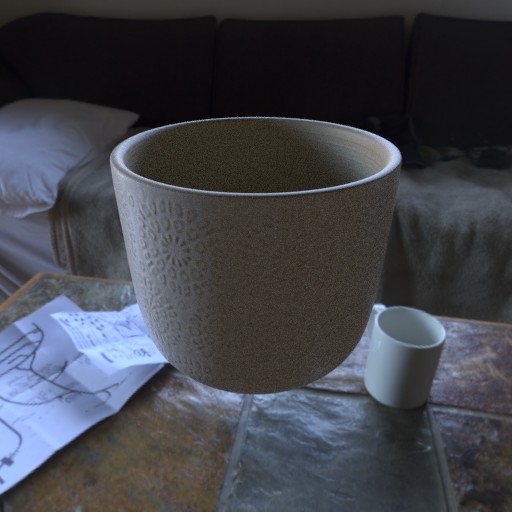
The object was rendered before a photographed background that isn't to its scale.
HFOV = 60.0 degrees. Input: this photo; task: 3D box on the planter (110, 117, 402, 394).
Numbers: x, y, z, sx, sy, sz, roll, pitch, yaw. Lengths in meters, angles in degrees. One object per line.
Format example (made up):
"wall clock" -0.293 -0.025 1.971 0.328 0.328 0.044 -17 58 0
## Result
"planter" 0.000 0.000 0.304 0.170 0.152 0.170 0 29 0
